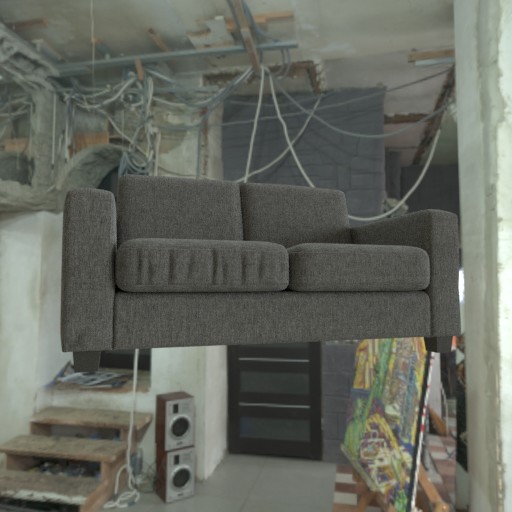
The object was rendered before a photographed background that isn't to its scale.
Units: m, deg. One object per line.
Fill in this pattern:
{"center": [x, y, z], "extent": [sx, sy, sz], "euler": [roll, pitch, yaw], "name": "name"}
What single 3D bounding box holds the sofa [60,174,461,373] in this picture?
{"center": [0.000, 0.000, 1.974], "extent": [1.520, 0.800, 0.900], "euler": [1, -4, -17], "name": "sofa"}
